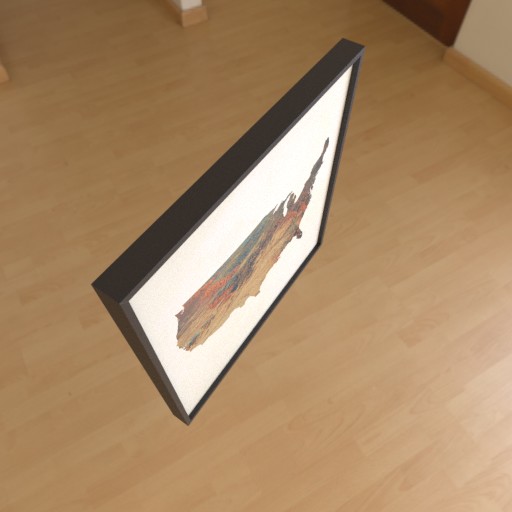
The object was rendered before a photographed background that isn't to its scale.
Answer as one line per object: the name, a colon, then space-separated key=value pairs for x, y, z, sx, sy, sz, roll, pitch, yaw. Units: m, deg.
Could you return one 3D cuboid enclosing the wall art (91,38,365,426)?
wall art: x=0.000 y=0.000 z=0.747 sx=0.038 sy=0.507 sz=0.507 roll=30 pitch=62 yaw=18
